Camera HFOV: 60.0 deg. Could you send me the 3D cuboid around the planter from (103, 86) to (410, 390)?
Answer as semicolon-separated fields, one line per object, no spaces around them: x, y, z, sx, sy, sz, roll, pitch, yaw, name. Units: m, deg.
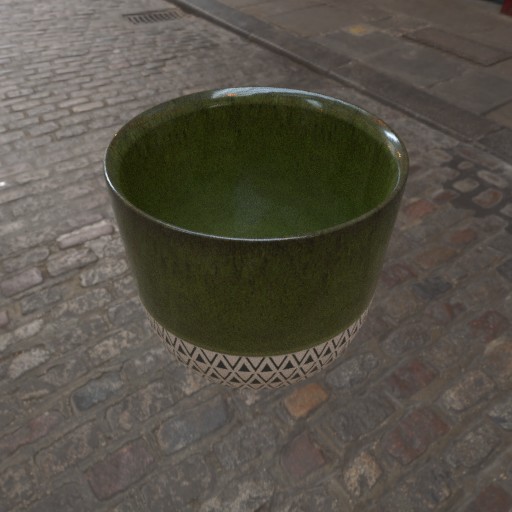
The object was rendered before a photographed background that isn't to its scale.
0.000;0.000;0.485;0.266;0.270;0.266;0;42;0;planter
